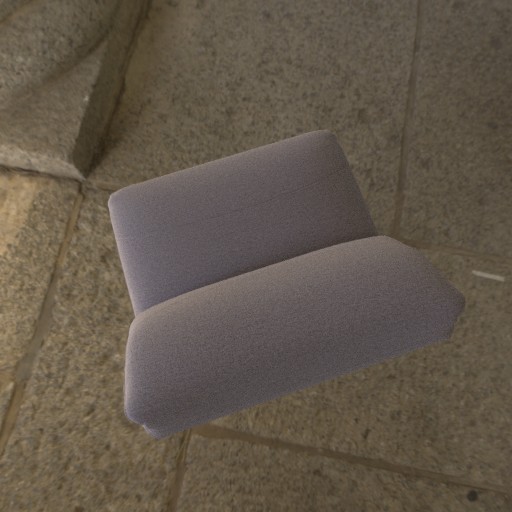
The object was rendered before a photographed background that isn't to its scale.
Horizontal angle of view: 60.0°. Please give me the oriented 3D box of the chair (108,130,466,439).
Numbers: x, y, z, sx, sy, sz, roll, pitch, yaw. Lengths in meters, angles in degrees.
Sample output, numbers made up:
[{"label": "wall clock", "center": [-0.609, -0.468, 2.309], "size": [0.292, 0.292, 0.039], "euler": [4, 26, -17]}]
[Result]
[{"label": "chair", "center": [0.000, 0.000, 1.315], "size": [0.820, 0.580, 0.780], "euler": [-18, 76, -5]}]
